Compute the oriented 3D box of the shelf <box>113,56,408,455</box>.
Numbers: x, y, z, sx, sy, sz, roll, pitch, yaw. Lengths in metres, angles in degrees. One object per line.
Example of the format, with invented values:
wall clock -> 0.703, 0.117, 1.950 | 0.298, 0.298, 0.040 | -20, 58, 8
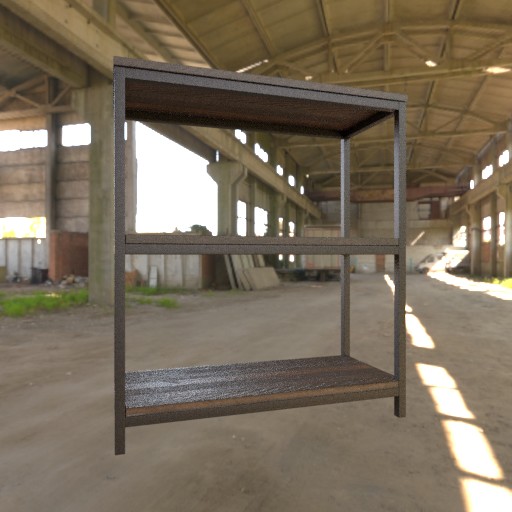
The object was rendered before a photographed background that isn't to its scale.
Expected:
shelf -> 0.000, 0.000, 1.342 | 0.822, 0.947, 0.352 | 0, 0, -18
